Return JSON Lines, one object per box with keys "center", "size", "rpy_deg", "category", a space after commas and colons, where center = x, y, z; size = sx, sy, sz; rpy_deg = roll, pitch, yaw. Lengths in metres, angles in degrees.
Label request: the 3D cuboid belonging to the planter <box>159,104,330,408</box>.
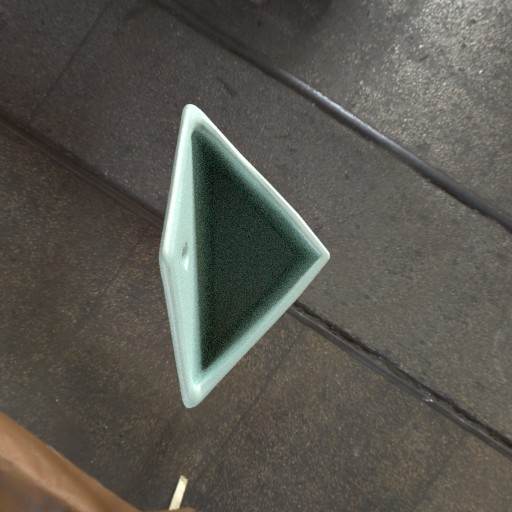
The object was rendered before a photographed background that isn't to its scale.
{"center": [0.000, 0.000, 0.273], "size": [0.079, 0.197, 0.164], "rpy_deg": [0, 90, 0], "category": "planter"}
